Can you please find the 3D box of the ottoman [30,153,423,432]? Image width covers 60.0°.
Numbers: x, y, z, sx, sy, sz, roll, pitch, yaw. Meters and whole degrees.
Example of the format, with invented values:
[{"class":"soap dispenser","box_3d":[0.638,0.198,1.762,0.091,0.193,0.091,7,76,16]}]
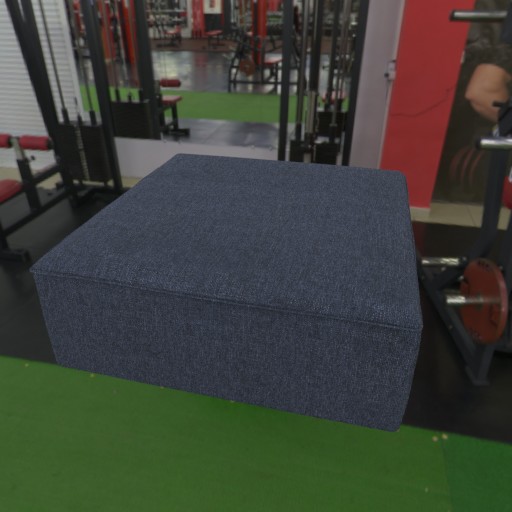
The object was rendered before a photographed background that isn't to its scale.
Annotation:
[{"class":"ottoman","box_3d":[0.000,0.000,1.562,1.023,0.423,1.017,8,31,13]}]
